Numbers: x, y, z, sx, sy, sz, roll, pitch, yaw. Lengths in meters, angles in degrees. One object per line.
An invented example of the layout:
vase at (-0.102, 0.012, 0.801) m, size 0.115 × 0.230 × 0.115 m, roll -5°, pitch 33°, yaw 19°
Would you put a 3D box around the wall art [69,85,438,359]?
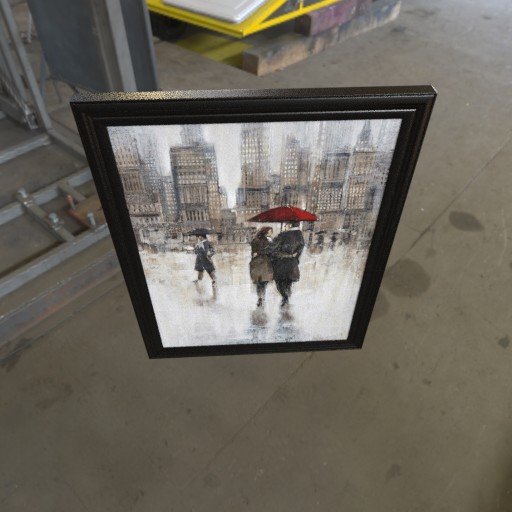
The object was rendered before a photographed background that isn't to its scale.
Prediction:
wall art at (0.000, 0.000, 1.575) m, size 0.950 × 1.194 × 0.053 m, roll -2°, pitch 45°, yaw -2°
